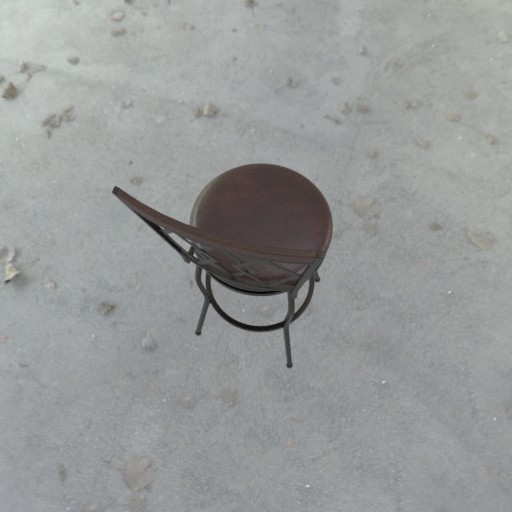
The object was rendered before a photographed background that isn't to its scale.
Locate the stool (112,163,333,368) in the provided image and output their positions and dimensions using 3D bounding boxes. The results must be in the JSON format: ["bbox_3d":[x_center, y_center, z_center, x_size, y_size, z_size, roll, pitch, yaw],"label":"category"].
[{"bbox_3d":[0.000,0.000,1.407,0.432,1.134,0.521,18,65,9],"label":"stool"}]
